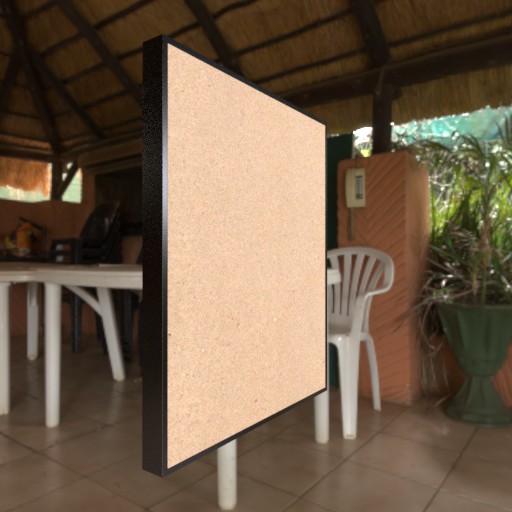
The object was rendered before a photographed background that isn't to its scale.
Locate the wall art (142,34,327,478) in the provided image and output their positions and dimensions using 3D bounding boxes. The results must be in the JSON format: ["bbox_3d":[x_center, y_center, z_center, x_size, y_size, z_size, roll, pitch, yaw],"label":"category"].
[{"bbox_3d":[0.000,0.000,0.742,0.038,0.551,0.448,0,0,36],"label":"wall art"}]
